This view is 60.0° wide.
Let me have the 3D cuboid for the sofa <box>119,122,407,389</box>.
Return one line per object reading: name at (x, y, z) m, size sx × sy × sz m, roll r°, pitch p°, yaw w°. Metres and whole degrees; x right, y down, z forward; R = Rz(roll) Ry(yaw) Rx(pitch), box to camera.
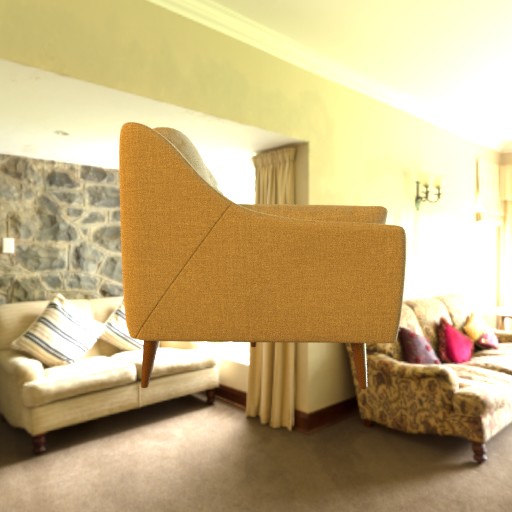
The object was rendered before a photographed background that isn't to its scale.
sofa at (0.000, 0.000, 2.156) m, size 0.965 × 0.888 × 1.652 m, roll 0°, pitch 0°, yaw -2°
